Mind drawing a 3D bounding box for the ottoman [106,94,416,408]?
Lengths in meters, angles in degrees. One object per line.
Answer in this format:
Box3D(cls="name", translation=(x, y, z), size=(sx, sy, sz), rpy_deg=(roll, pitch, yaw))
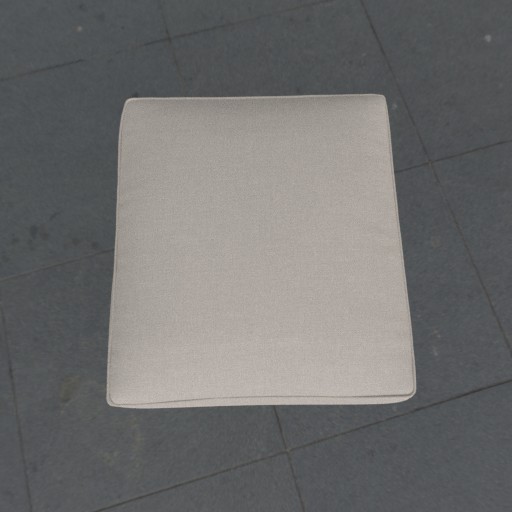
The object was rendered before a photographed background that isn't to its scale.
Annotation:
Box3D(cls="ottoman", translation=(0.000, 0.000, 1.141), size=(0.662, 0.505, 0.716), rpy_deg=(-1, 76, 0))
